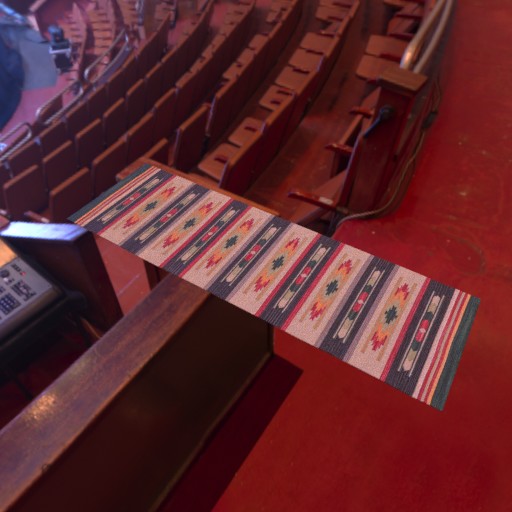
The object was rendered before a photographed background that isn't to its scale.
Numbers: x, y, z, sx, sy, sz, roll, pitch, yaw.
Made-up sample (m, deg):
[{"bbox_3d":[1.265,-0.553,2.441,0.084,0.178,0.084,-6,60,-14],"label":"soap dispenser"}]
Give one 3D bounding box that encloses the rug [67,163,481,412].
[{"bbox_3d":[0.000,0.000,2.655,2.440,0.009,0.760,24,51,22],"label":"rug"}]
